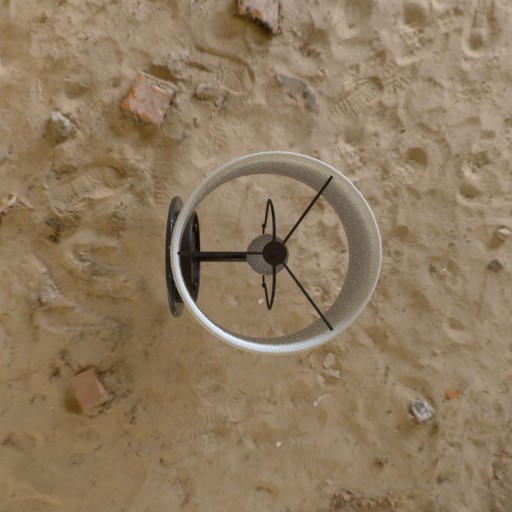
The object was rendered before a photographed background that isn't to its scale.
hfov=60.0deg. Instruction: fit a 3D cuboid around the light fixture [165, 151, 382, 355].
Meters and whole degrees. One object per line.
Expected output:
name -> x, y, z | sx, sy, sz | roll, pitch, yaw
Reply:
light fixture -> 0.000, 0.000, 0.439 | 0.188, 0.337, 0.168 | 0, 89, -2
